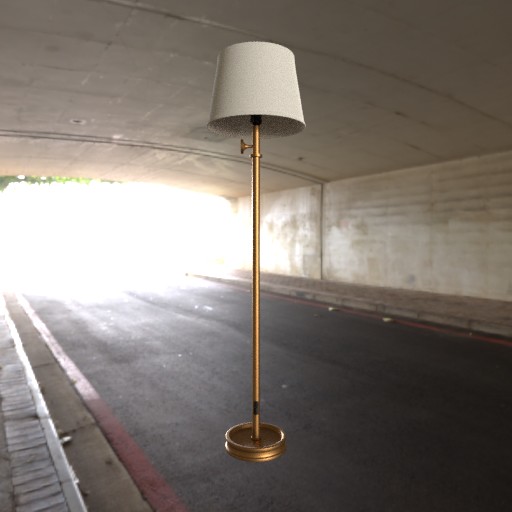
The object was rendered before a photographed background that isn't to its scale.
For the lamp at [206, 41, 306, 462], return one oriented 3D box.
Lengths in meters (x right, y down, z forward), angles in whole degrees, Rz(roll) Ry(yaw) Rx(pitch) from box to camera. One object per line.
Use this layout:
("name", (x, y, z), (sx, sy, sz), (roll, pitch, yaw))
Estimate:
("lamp", (0.000, 0.000, 0.810), (0.178, 0.710, 0.178), (0, 2, 0))
